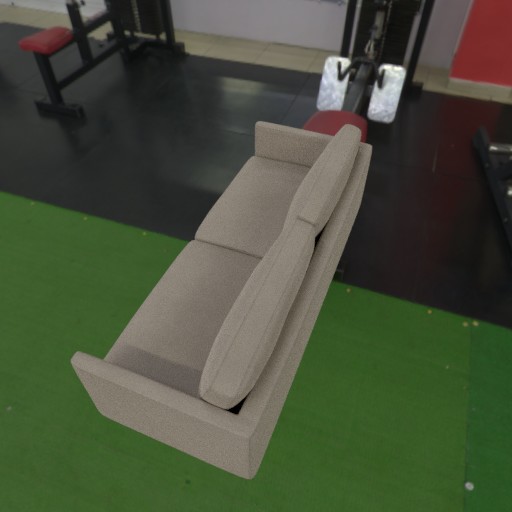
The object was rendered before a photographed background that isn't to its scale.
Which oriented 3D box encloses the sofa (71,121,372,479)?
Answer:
[{"bbox_3d":[0.000,0.000,2.903,0.988,0.912,2.404,17,49,15],"label":"sofa"}]
